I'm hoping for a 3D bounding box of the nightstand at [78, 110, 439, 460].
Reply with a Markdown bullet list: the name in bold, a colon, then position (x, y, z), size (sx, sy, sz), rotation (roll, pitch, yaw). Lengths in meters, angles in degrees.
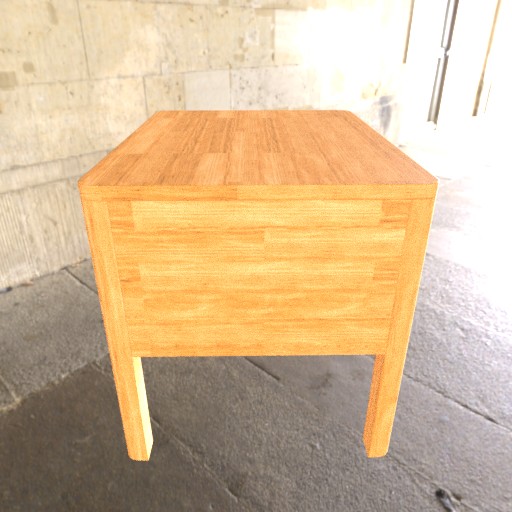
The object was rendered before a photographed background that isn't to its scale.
- **nightstand**: position (0.000, 0.000, 0.878), size (0.440, 0.470, 0.560), rotation (0, 27, -1)
